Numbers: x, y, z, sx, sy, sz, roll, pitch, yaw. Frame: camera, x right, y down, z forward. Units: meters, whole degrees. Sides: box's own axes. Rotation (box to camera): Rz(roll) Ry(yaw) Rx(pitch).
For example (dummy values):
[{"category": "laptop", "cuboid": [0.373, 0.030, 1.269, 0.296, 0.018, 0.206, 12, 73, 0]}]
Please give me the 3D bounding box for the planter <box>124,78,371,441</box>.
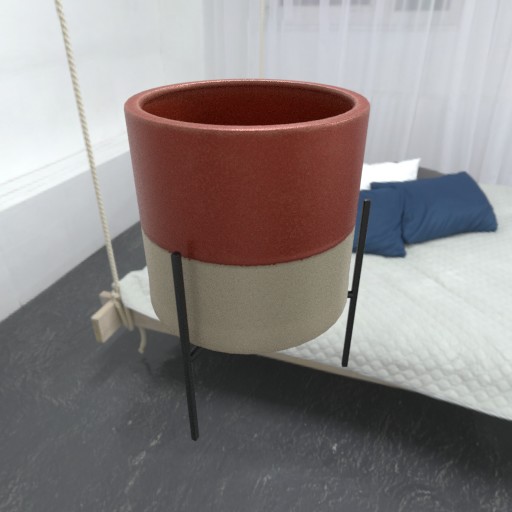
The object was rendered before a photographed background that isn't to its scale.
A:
[{"category": "planter", "cuboid": [0.000, 0.000, 0.518, 0.251, 0.354, 0.235, 0, 31, 0]}]
